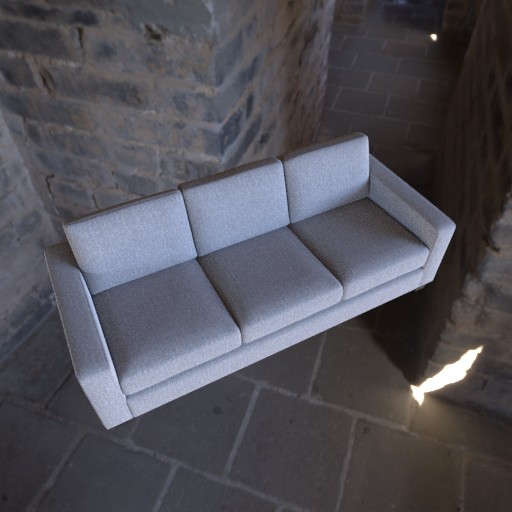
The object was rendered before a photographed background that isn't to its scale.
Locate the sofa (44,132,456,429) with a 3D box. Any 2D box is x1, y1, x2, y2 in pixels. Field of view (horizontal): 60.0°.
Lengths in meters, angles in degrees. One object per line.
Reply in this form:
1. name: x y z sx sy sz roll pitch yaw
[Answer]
1. sofa: 0.000 0.000 2.548 2.120 0.800 0.900 -20 49 -19
